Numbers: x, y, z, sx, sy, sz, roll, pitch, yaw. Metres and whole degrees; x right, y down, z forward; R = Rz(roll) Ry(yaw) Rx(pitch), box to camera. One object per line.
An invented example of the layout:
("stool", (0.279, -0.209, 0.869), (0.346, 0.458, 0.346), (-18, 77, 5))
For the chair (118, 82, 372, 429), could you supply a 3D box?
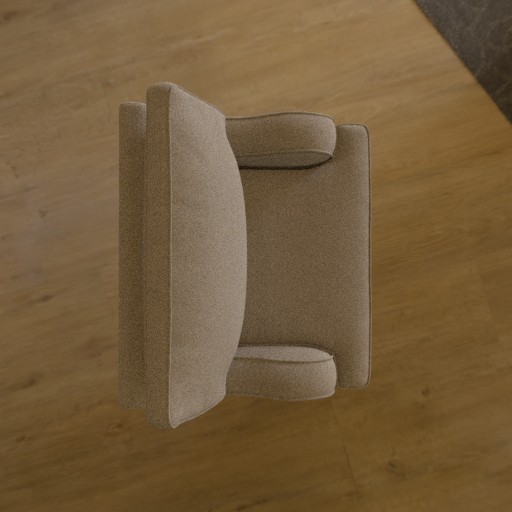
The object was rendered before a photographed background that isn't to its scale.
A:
("chair", (0.000, 0.000, 1.986), (1.040, 1.016, 1.220), (0, 90, 2))
